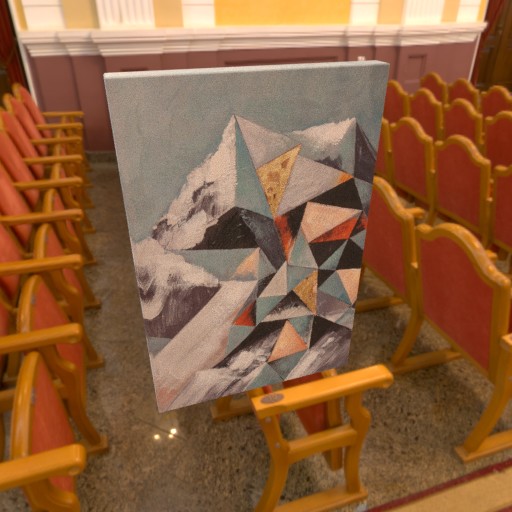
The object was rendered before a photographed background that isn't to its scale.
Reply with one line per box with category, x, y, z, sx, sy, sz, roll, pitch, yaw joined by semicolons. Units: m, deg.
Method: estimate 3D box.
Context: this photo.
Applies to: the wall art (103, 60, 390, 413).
wall art;0.000;0.000;1.155;0.609;0.911;0.061;-10;32;-16
